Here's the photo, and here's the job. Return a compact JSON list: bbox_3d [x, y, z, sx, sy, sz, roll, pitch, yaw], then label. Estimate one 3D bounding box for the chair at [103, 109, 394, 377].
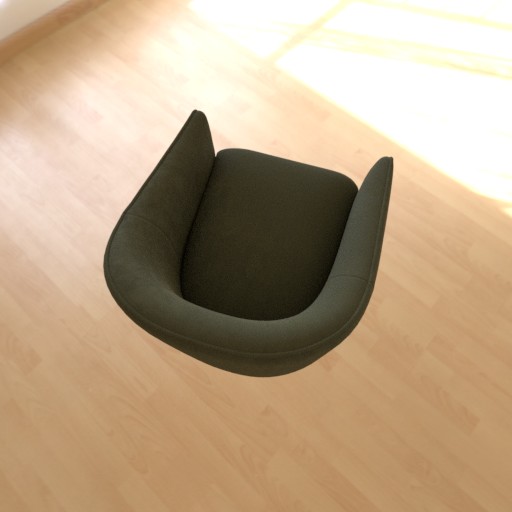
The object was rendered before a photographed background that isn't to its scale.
[{"bbox_3d":[0.000,0.000,1.488,0.747,0.799,0.875,16,65,8],"label":"chair"}]
